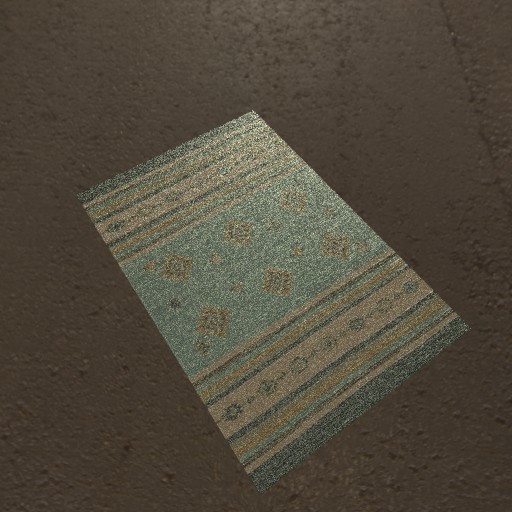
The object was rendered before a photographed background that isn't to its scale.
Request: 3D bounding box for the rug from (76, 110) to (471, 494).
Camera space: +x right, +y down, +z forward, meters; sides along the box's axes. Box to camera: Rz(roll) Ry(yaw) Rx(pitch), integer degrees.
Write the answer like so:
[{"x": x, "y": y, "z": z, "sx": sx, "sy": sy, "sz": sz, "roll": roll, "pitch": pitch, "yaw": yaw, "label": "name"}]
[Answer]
[{"x": 0.000, "y": 0.000, "z": 2.295, "sx": 1.212, "sy": 0.010, "sz": 1.811, "roll": -31, "pitch": 64, "yaw": -17, "label": "rug"}]
